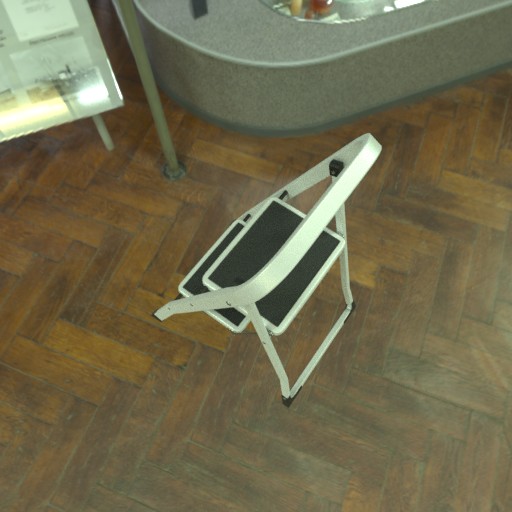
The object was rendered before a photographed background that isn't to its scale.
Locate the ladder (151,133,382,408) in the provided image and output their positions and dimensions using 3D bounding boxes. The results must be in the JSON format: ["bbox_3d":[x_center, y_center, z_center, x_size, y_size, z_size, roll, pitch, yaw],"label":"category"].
[{"bbox_3d":[0.000,0.000,1.144,0.544,0.810,0.460,33,68,15],"label":"ladder"}]
